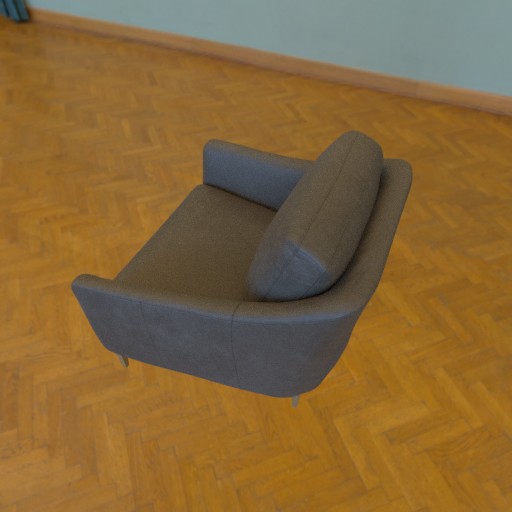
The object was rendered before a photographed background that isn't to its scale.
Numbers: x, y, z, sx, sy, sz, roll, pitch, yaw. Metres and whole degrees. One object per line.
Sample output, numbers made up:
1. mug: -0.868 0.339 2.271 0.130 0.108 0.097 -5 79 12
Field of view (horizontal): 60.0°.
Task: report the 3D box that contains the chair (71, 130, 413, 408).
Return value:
1. chair: 0.000 0.000 1.743 0.961 0.901 0.988 18 48 16
